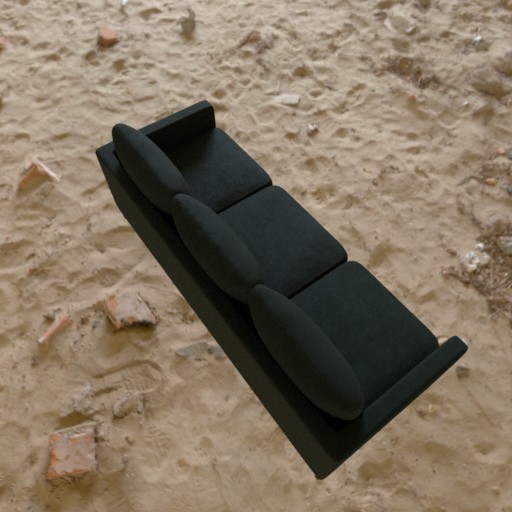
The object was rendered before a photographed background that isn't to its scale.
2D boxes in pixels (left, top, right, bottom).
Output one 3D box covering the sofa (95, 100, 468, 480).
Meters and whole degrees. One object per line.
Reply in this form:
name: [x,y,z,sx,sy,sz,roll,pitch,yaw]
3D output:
sofa: [0.000,0.000,2.566,0.859,0.870,2.218,-32,62,-19]
